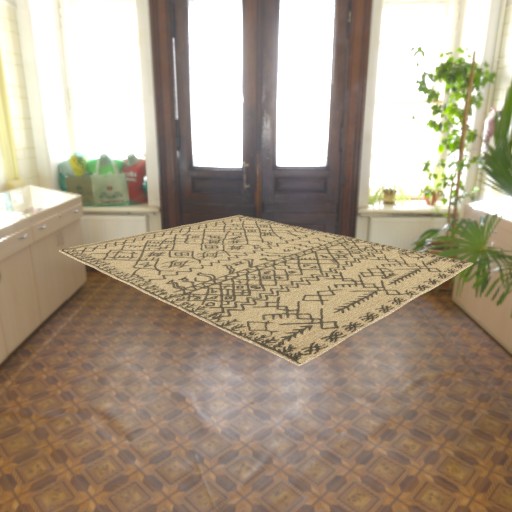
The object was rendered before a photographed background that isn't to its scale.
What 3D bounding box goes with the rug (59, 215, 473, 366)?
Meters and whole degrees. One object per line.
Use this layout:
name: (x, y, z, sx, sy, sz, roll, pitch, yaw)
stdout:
rug: (0.000, 0.000, 3.312, 2.455, 0.025, 1.964, 16, 23, 42)
